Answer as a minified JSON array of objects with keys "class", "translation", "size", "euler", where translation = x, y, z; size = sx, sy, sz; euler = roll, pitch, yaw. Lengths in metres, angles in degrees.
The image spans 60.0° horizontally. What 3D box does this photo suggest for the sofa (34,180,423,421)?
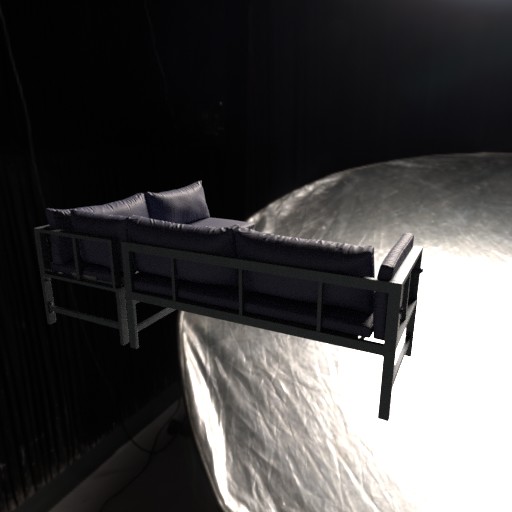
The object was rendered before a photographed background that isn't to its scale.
[{"class":"sofa","translation":[0.000,0.000,2.968],"size":[2.149,0.762,1.658],"euler":[8,18,26]}]
